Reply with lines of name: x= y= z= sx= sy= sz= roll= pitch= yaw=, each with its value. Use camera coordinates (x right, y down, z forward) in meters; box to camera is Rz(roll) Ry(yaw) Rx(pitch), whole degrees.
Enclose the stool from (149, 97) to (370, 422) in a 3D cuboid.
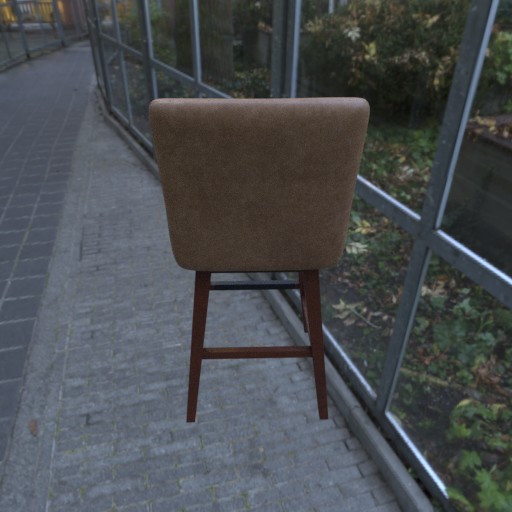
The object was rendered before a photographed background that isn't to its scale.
stool: x=0.000 y=0.000 z=1.409 sx=0.487 sy=1.079 sz=0.572 roll=-1 pitch=32 yaw=-1
